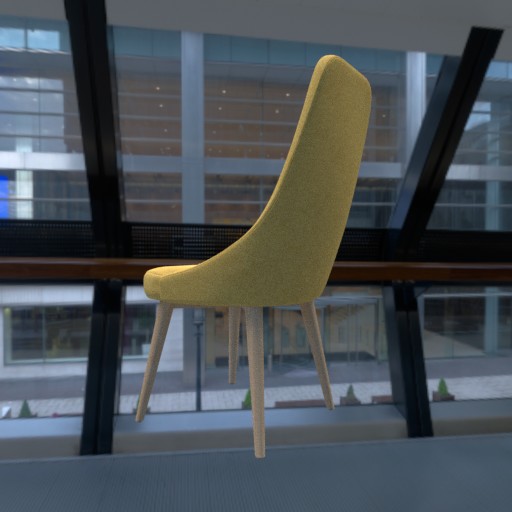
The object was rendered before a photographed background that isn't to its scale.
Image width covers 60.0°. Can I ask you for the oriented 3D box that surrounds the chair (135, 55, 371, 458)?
[{"bbox_3d":[0.000,0.000,1.403,0.660,1.040,0.510,1,2,35],"label":"chair"}]
